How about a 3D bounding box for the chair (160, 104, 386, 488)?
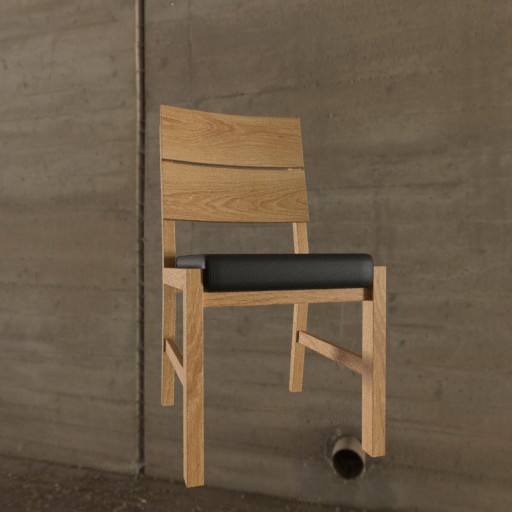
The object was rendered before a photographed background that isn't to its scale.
[{"bbox_3d":[0.000,0.000,1.243,0.475,0.950,0.569,0,1,-18],"label":"chair"}]
